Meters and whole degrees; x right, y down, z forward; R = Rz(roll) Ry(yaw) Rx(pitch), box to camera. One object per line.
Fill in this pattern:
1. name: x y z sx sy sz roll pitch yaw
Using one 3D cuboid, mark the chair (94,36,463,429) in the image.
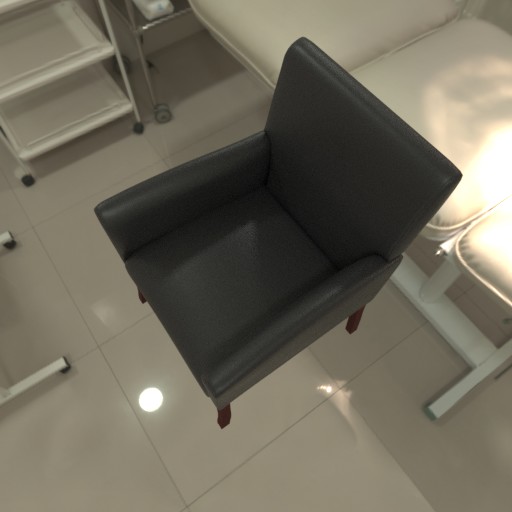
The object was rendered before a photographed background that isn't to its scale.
1. chair: 0.000 0.000 1.468 0.772 0.951 0.683 -32 67 -16
